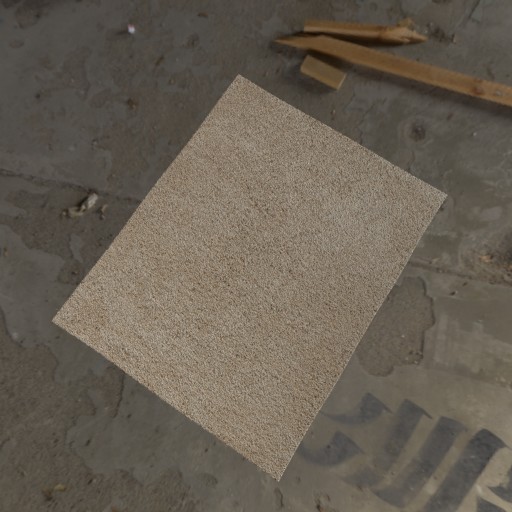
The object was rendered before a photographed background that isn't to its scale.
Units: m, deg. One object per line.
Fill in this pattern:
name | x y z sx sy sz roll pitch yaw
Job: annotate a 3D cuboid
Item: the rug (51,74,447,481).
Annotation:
rug | 0.000 0.000 4.097 2.400 0.025 3.000 32 79 7
